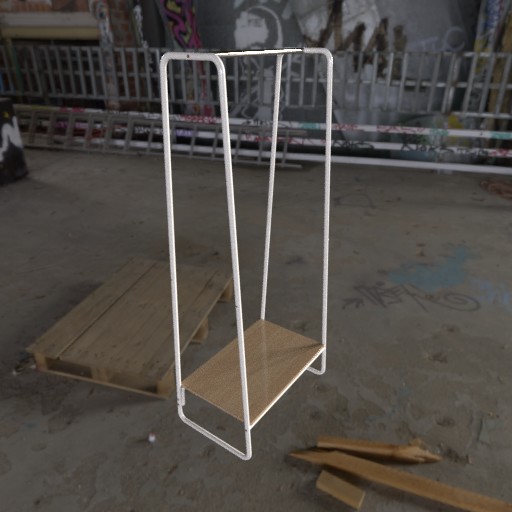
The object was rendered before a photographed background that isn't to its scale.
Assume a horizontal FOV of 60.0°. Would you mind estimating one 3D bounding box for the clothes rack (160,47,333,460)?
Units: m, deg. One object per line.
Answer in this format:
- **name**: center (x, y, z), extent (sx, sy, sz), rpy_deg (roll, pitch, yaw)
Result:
- **clothes rack**: center (0.000, 0.000, 1.776), extent (0.400, 1.500, 0.640), rpy_deg (18, 32, 32)
